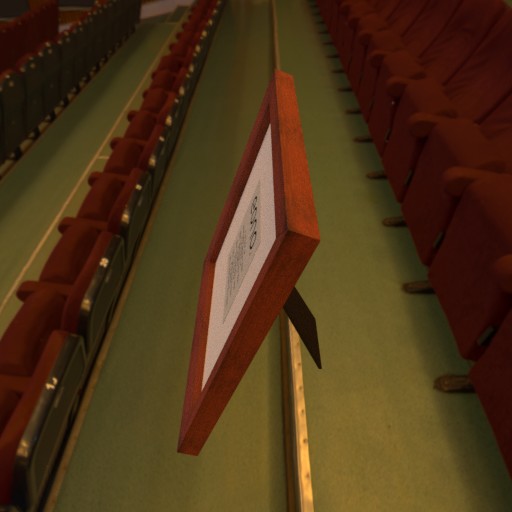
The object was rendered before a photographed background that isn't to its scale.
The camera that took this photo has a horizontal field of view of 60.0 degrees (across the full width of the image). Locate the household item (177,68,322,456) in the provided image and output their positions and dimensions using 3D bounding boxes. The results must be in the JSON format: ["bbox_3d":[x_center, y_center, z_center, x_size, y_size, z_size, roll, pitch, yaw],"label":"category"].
[{"bbox_3d":[0.000,0.000,0.387,0.131,0.240,0.240,0,41,0],"label":"household item"}]
